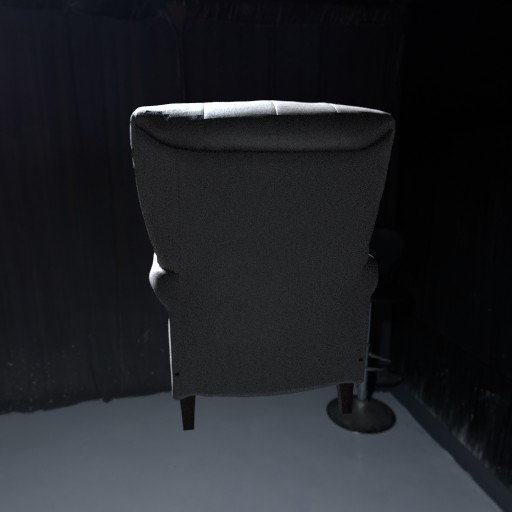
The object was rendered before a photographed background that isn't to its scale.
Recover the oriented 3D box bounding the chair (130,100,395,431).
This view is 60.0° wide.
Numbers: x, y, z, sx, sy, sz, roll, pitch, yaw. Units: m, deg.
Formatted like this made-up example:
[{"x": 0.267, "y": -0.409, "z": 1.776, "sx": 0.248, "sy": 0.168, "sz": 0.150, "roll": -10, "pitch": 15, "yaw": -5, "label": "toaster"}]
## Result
[{"x": 0.000, "y": 0.000, "z": 1.925, "sx": 0.942, "sy": 1.209, "sz": 1.025, "roll": -2, "pitch": 13, "yaw": -9, "label": "chair"}]
